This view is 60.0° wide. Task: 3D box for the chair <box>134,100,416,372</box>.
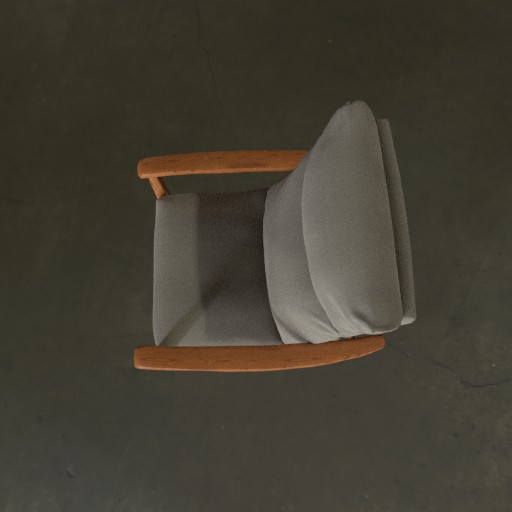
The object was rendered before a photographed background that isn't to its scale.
[{"bbox_3d":[0.000,0.000,1.552,0.816,0.922,0.782,-3,75,-1],"label":"chair"}]
